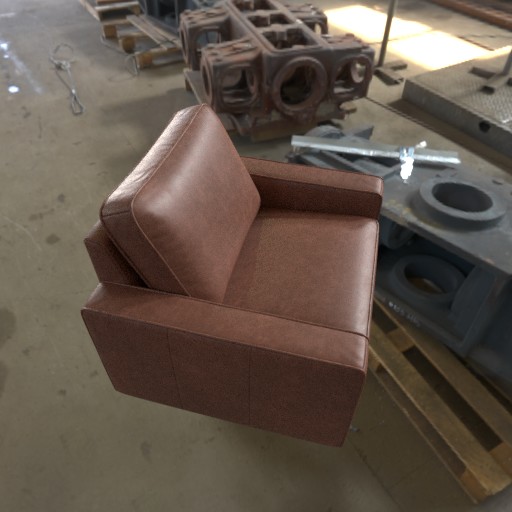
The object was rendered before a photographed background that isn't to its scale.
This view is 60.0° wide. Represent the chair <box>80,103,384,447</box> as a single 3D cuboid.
[{"bbox_3d":[0.000,0.000,1.754,0.940,0.919,1.017,10,46,10],"label":"chair"}]
